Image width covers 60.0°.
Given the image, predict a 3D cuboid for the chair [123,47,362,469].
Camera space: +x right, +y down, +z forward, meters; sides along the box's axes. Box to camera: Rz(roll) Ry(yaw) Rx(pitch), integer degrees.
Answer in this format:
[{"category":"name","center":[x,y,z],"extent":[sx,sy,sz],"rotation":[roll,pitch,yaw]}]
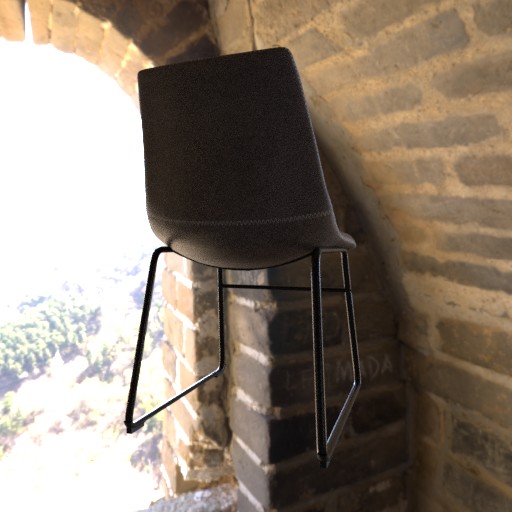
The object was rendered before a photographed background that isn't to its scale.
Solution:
[{"category":"chair","center":[0.000,0.000,1.109],"extent":[0.460,0.780,0.550],"rotation":[1,2,20]}]
